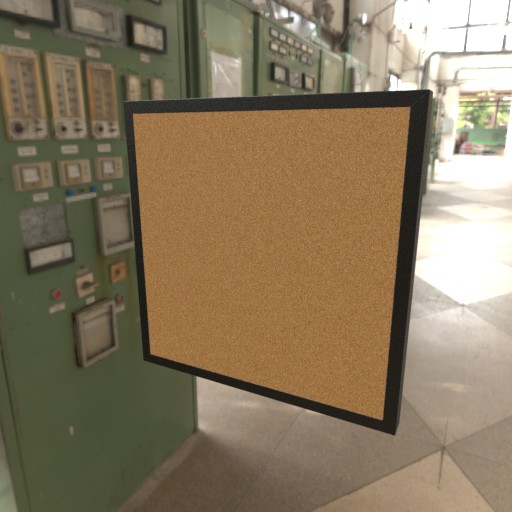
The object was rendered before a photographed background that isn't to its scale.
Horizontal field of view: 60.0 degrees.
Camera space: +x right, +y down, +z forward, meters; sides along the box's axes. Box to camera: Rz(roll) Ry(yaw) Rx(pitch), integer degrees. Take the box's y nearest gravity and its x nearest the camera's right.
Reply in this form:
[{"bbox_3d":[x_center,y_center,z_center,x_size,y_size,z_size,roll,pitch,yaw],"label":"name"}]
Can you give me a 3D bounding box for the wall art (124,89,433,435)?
[{"bbox_3d":[0.000,0.000,0.750,0.508,0.508,0.036,8,18,26],"label":"wall art"}]
